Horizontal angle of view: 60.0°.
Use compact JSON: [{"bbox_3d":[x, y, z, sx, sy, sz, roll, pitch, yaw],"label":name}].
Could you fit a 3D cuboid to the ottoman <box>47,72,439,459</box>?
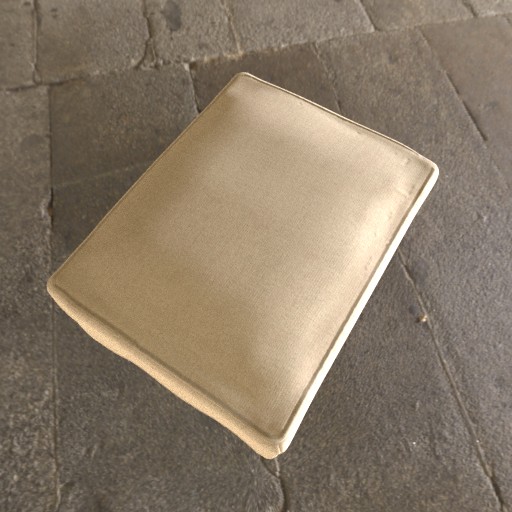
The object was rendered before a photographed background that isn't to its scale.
[{"bbox_3d":[0.000,0.000,1.239,0.650,0.485,0.833,30,67,14],"label":"ottoman"}]
